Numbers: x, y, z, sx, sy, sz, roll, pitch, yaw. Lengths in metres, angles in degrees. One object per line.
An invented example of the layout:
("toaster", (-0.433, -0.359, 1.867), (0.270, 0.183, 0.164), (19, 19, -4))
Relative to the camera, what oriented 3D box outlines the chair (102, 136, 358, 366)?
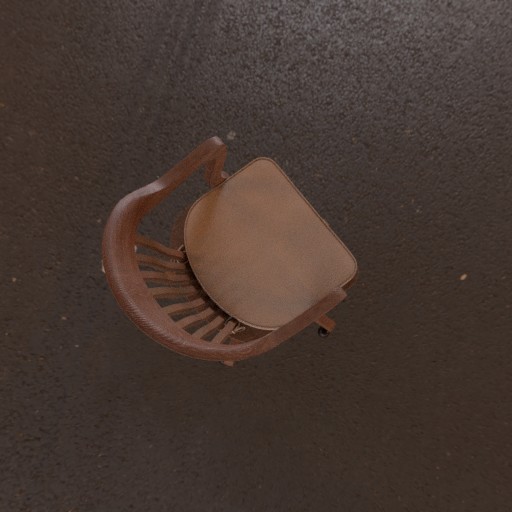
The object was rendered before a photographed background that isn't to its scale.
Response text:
("chair", (0.000, 0.000, 1.517), (0.788, 0.878, 0.750), (-36, 79, -9))
